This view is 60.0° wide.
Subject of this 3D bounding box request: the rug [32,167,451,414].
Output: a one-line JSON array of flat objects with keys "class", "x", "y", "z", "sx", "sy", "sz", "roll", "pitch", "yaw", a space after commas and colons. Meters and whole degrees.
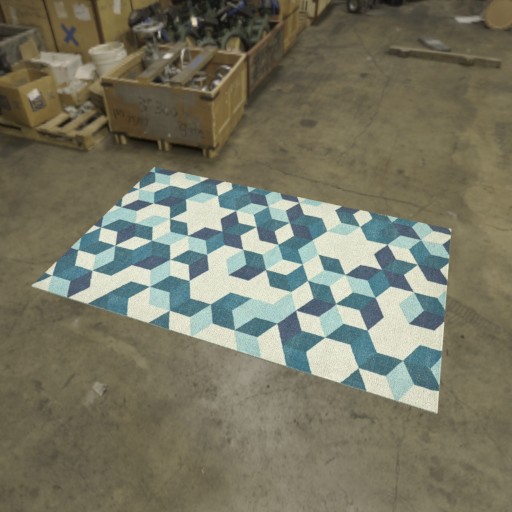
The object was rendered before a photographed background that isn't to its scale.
[{"class": "rug", "x": 0.000, "y": 0.000, "z": 2.985, "sx": 2.438, "sy": 0.015, "sz": 1.518, "roll": 14, "pitch": 44, "yaw": 15}]
